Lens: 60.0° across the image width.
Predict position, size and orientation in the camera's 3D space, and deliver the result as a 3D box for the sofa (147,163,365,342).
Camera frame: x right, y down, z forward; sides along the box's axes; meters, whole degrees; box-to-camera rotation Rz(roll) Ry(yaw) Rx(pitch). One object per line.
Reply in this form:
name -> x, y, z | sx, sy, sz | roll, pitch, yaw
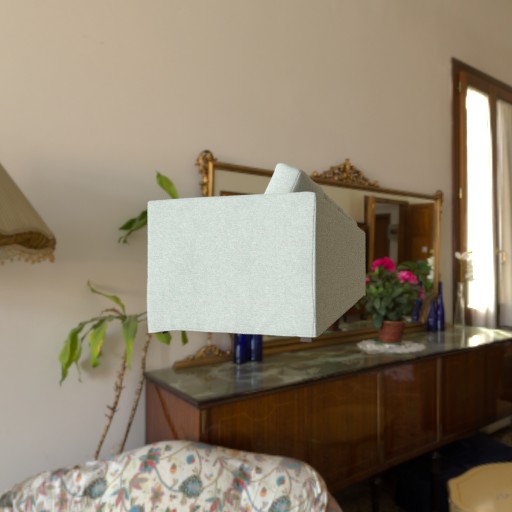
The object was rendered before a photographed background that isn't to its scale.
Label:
sofa -> 0.000, 0.000, 3.871 | 1.650, 0.922, 3.205 | 0, -1, 18
